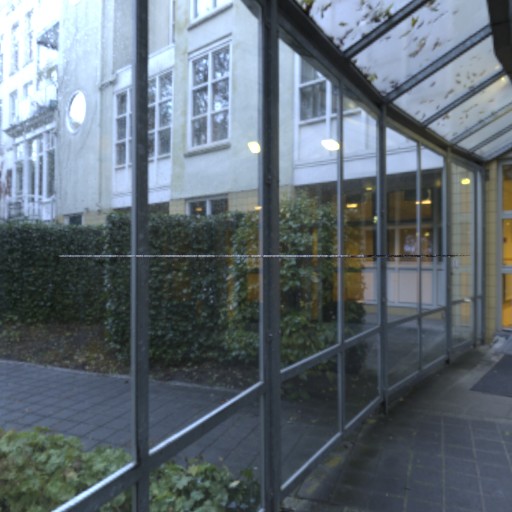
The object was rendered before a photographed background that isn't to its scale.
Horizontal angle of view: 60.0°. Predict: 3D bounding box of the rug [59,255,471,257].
[{"bbox_3d":[0.000,0.000,2.286,1.848,0.012,1.217,0,0,37],"label":"rug"}]
